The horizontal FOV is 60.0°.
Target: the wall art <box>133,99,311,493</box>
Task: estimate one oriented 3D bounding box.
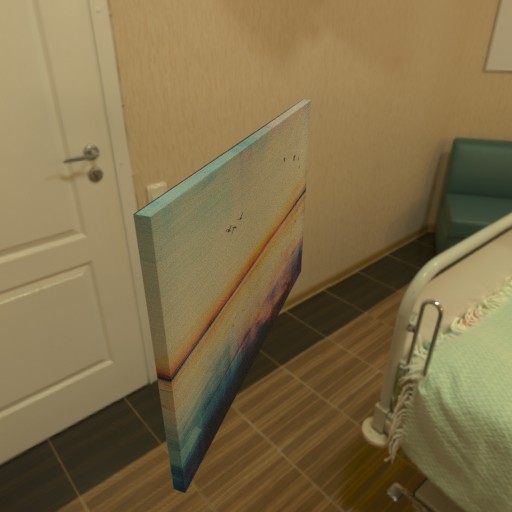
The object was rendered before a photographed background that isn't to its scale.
[{"bbox_3d":[0.000,0.000,0.741,0.018,0.402,0.604,10,31,17],"label":"wall art"}]
